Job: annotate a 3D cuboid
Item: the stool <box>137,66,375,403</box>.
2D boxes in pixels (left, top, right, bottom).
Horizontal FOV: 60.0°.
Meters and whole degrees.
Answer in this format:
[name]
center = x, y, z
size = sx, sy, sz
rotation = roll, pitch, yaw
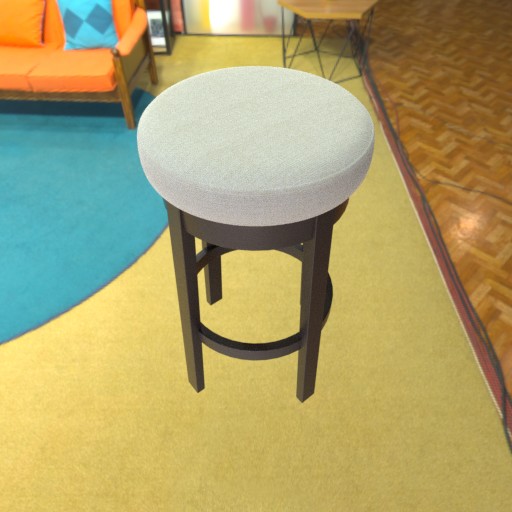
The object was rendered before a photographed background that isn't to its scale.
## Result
[stool]
center = 0.000, 0.000, 1.047
size = 0.446, 0.758, 0.446
rotation = 0, 46, 0
